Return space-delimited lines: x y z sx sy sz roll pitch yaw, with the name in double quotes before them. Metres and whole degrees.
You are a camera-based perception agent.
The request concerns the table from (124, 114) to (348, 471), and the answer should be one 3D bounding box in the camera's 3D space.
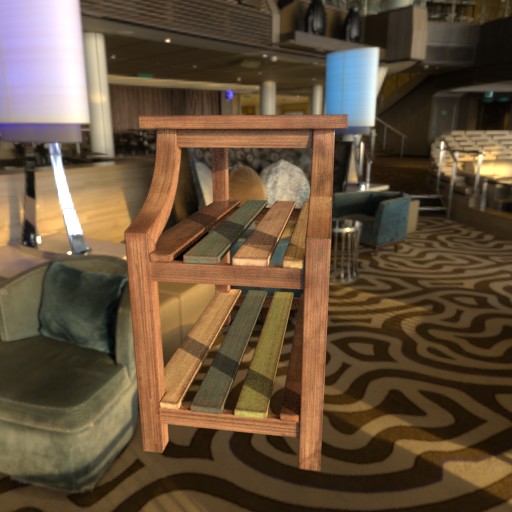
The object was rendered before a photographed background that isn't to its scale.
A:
"table" 0.000 0.000 0.982 0.356 0.584 0.609 2 16 9
